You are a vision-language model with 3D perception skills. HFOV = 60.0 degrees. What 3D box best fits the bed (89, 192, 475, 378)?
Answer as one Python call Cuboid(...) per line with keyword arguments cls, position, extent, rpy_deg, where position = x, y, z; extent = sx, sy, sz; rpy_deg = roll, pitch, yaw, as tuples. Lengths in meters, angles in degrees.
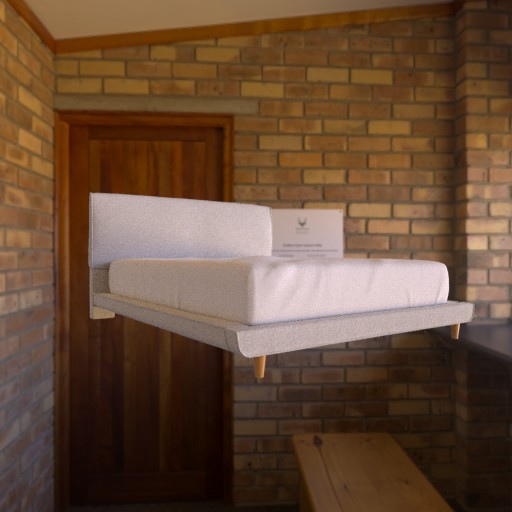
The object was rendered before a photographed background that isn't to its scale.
Cuboid(cls="bed", position=(0.000, 0.000, 3.533), extent=(1.980, 1.126, 2.498), rpy_deg=(0, 0, -35))
